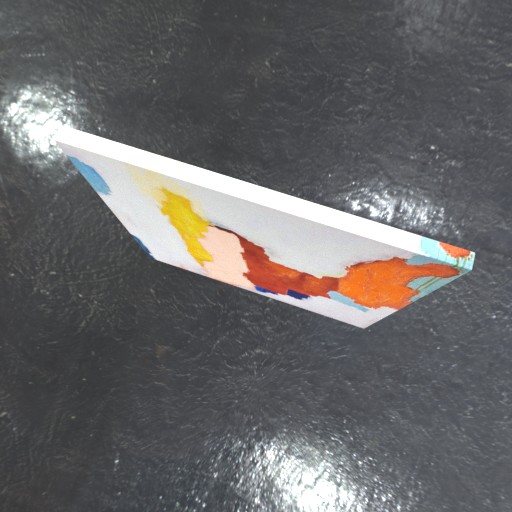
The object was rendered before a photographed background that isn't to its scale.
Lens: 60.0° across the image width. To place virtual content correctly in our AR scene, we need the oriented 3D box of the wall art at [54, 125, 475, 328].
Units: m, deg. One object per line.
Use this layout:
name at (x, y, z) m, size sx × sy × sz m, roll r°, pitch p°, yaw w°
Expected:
wall art at (0.000, 0.000, 1.512) m, size 1.017 × 1.017 × 0.044 m, roll 18°, pitch 74°, yaw 5°
